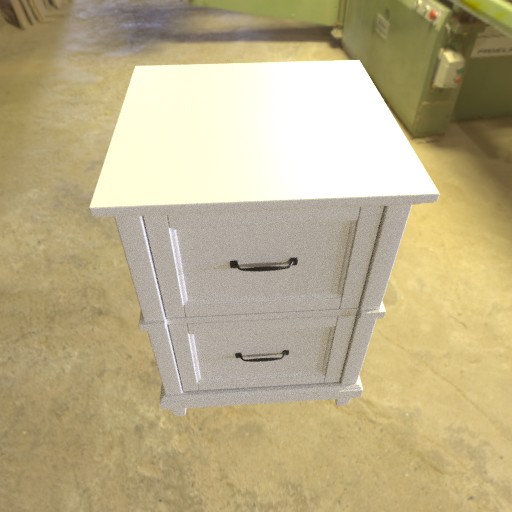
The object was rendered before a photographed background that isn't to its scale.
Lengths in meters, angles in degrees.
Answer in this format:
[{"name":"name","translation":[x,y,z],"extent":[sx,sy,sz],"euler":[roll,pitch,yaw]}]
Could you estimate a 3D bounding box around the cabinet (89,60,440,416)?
[{"name":"cabinet","translation":[0.000,0.000,1.149],"extent":[0.544,0.775,0.547],"euler":[-3,45,-3]}]
